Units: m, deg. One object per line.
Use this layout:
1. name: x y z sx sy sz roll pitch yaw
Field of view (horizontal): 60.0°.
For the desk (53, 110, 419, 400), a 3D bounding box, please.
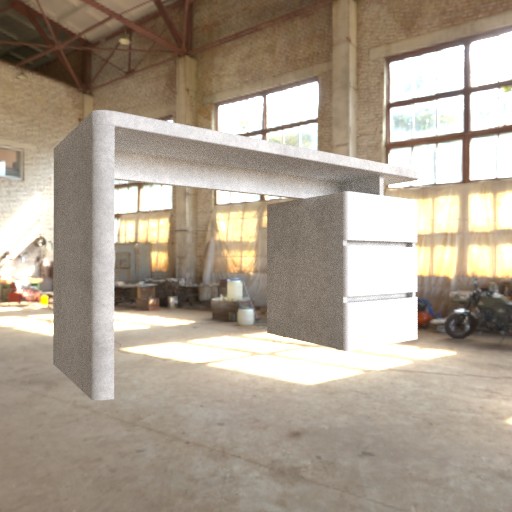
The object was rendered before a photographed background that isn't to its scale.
1. desk: 0.000 0.000 1.760 1.400 0.755 0.550 0 0 -36
